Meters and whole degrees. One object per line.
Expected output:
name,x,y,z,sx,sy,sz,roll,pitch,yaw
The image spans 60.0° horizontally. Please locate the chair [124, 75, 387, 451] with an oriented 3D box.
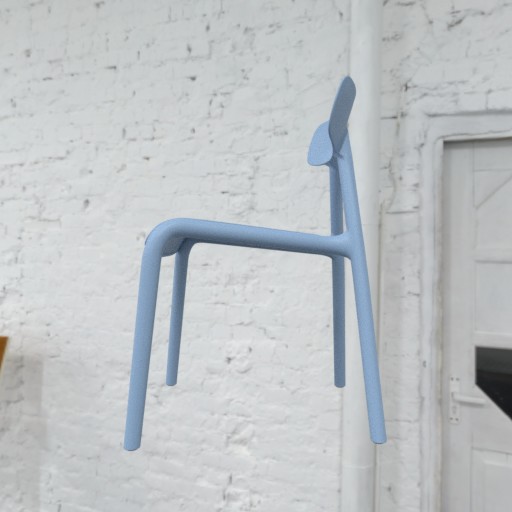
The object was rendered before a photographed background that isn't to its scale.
chair,0.000,0.000,0.835,0.401,0.580,0.356,0,0,-1
